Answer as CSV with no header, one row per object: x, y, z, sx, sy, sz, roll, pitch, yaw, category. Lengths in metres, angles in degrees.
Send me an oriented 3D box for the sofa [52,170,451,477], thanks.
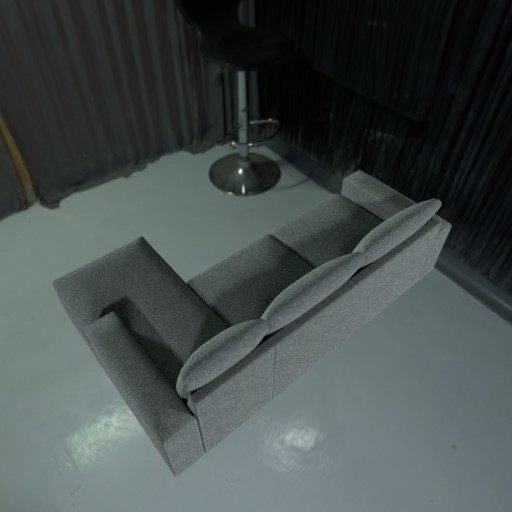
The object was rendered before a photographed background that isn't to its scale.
0.000,0.000,3.510,2.718,0.940,1.689,-31,54,-26,sofa
